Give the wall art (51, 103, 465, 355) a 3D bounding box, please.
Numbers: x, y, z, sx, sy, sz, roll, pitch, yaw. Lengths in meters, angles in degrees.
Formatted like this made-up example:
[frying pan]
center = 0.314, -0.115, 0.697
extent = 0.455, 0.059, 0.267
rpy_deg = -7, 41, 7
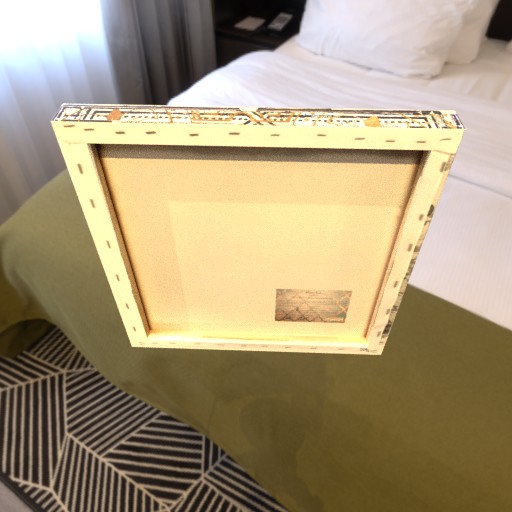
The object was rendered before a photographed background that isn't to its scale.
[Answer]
[wall art]
center = 0.000, 0.000, 0.597
extent = 0.411, 0.410, 0.038
rpy_deg = 2, 46, 2
